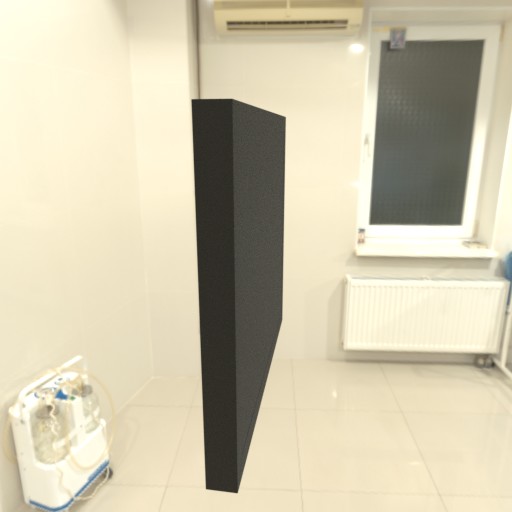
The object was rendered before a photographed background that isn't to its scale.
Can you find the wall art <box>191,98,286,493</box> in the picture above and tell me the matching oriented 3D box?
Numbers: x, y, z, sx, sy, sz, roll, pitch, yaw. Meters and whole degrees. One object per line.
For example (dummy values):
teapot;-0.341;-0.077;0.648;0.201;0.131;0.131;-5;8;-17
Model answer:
wall art;0.000;0.000;0.531;0.029;0.330;0.381;2;16;9
